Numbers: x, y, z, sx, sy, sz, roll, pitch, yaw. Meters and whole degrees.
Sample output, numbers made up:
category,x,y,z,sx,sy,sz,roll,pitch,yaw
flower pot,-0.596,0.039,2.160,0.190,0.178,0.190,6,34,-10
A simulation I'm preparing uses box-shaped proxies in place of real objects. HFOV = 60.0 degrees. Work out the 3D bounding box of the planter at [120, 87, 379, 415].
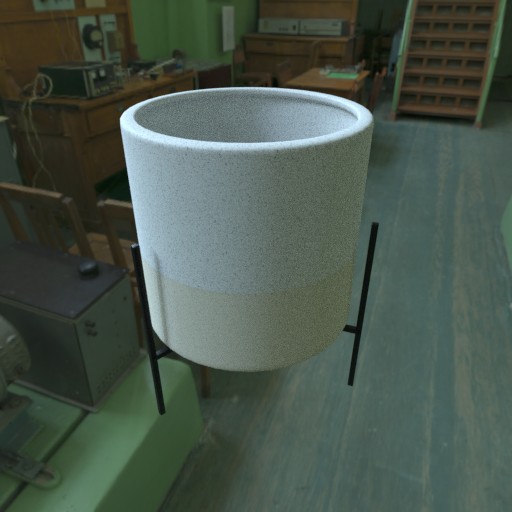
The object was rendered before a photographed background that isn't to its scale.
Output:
category,x,y,z,sx,sy,sz,roll,pitch,yaw
planter,0.000,0.000,0.659,0.335,0.423,0.313,10,33,16
